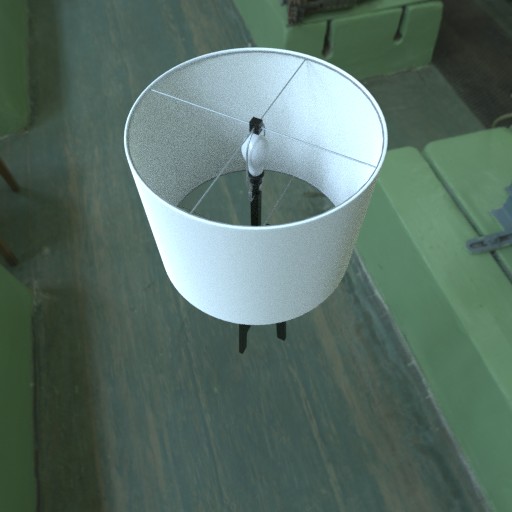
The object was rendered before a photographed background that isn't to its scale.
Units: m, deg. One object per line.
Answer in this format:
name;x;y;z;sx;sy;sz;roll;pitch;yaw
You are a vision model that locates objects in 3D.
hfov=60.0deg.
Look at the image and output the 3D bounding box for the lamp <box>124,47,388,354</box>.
lamp;0.000;0.000;0.640;0.257;0.489;0.257;-15;59;-10
